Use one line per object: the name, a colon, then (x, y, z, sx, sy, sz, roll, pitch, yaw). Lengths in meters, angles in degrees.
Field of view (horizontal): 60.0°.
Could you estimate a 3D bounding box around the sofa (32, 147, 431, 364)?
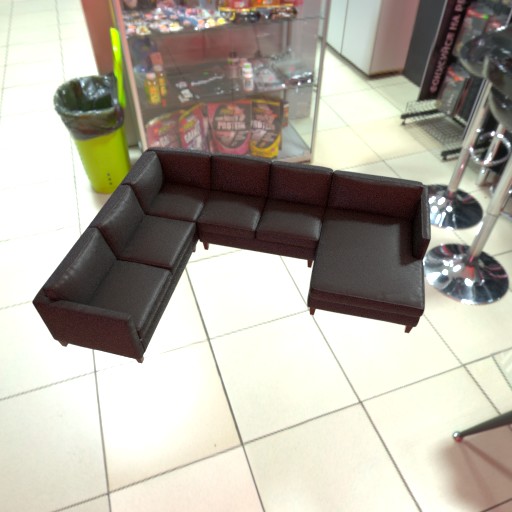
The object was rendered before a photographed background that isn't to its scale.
sofa: (0.000, 0.000, 4.636, 3.460, 0.923, 2.593, 10, 46, 9)
